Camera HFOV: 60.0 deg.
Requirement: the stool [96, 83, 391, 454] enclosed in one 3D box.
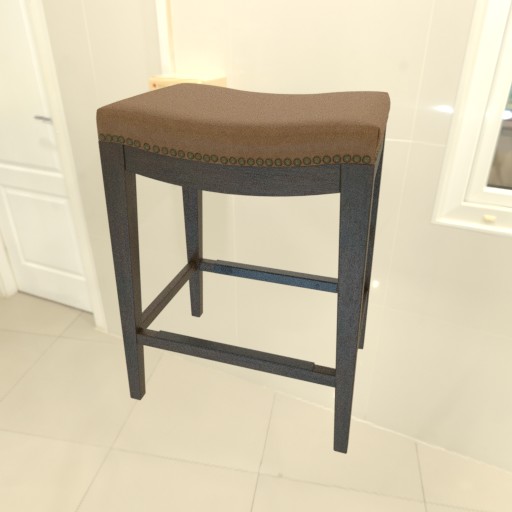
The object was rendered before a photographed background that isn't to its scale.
[{"bbox_3d":[0.000,0.000,0.963,0.500,0.660,0.361,9,30,15],"label":"stool"}]
